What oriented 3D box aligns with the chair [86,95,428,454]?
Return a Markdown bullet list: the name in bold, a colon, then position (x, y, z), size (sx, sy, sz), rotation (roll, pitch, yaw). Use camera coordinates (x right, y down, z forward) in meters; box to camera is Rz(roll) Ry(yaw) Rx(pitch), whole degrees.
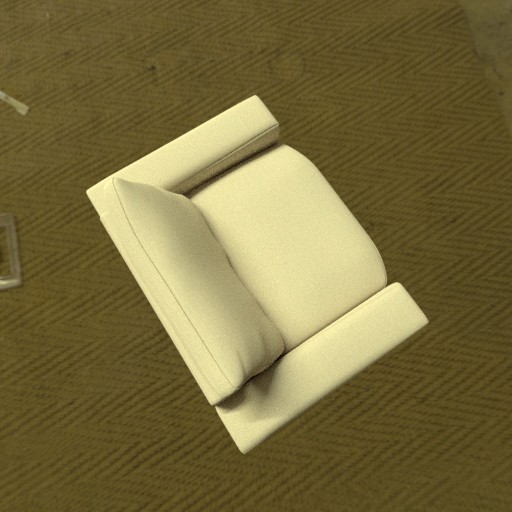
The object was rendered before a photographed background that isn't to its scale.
- **chair**: position (0.000, 0.000, 2.124), size (1.039, 0.915, 1.398), rotation (-32, 77, -9)
